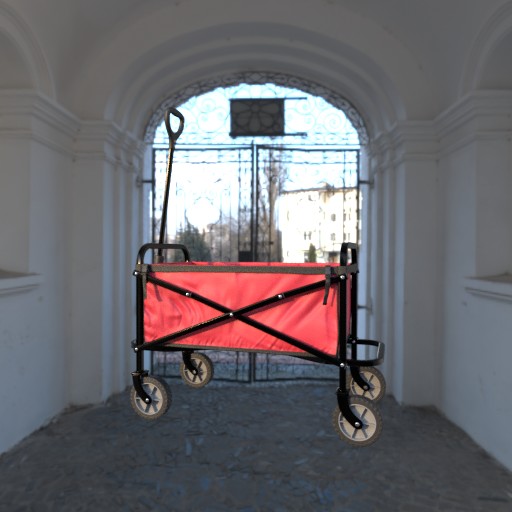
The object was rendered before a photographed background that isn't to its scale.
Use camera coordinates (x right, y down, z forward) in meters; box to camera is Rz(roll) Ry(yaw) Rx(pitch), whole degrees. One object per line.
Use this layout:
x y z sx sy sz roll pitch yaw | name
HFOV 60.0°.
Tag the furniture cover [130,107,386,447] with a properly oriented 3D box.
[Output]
0.000 0.000 1.855 1.038 1.295 0.532 0 1 18 | furniture cover
